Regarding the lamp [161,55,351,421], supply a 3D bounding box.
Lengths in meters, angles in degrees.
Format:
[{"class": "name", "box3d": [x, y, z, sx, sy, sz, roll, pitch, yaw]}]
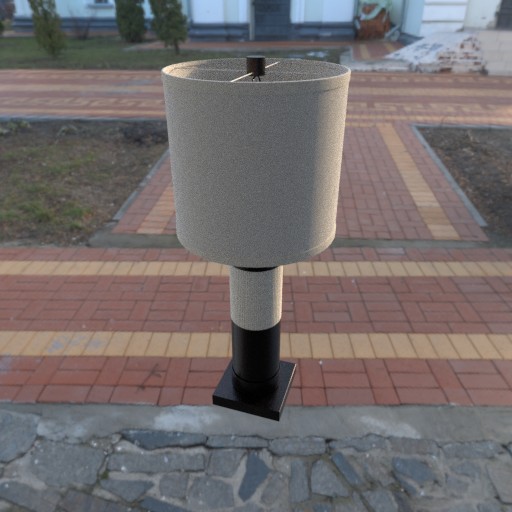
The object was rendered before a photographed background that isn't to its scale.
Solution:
[{"class": "lamp", "box3d": [0.000, 0.000, 0.618, 0.211, 0.509, 0.211, 9, 31, 16]}]
